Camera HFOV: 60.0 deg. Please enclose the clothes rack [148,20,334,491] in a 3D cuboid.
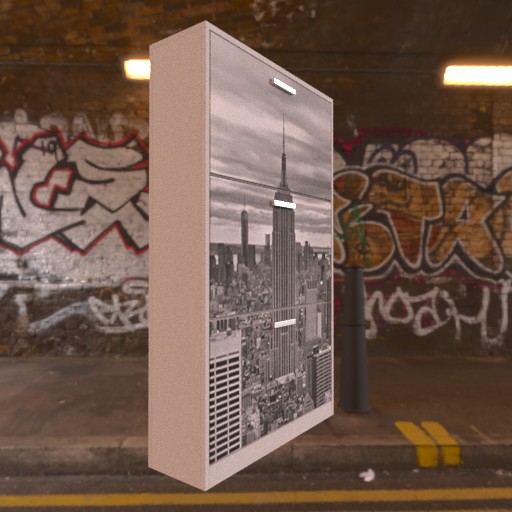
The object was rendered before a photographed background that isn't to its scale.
[{"bbox_3d":[0.000,0.000,1.570,0.250,1.280,0.750,0,-1,37],"label":"clothes rack"}]
